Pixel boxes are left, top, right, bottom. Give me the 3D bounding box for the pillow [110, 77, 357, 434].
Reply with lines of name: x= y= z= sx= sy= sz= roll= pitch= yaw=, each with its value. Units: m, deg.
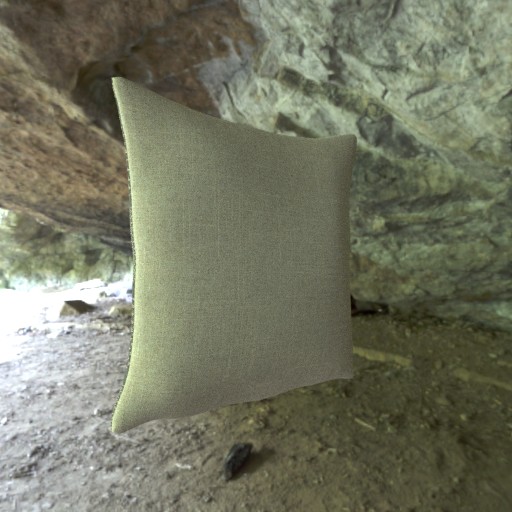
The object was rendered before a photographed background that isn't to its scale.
pillow: x=0.000 y=0.000 z=0.662 sx=0.435 sy=0.432 sz=0.138 roll=0 pitch=0 yaw=-37
